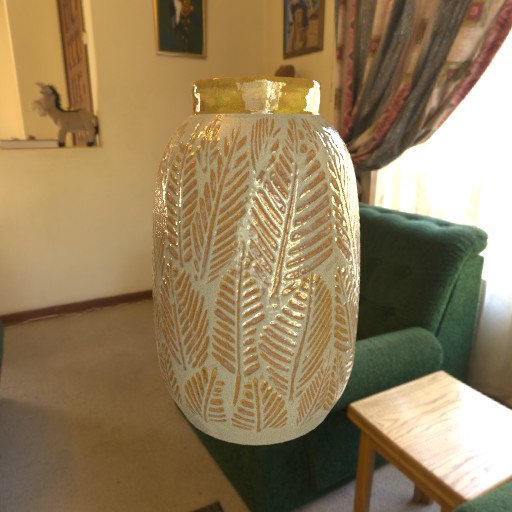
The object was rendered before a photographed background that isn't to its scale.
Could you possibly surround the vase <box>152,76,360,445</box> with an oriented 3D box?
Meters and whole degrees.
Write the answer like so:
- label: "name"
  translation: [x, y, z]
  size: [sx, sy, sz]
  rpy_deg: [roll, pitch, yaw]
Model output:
- label: "vase"
  translation: [0.000, 0.000, 0.369]
  size: [0.172, 0.270, 0.172]
  rpy_deg: [0, 16, 0]
